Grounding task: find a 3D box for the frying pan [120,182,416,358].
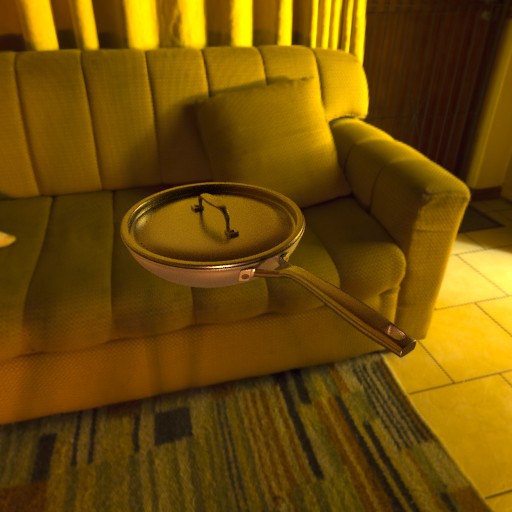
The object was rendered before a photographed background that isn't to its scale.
[{"bbox_3d":[0.000,0.000,0.595,0.272,0.086,0.490,-21,37,-30],"label":"frying pan"}]
